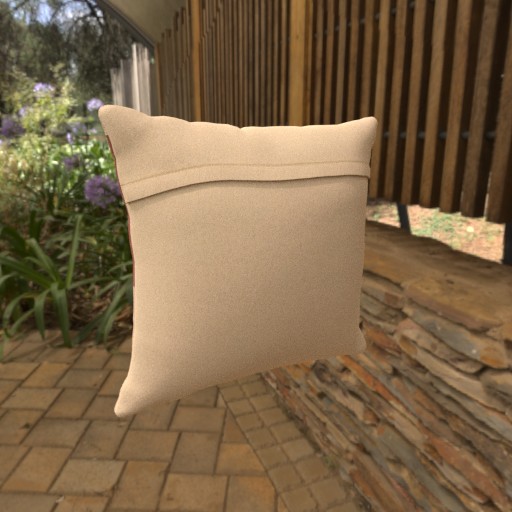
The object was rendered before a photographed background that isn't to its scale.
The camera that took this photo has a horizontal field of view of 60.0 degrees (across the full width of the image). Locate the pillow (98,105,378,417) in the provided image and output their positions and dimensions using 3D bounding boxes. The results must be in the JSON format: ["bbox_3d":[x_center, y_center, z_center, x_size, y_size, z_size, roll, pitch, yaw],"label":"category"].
[{"bbox_3d":[0.000,0.000,0.802,0.536,0.506,0.229,-8,17,-26],"label":"pillow"}]
